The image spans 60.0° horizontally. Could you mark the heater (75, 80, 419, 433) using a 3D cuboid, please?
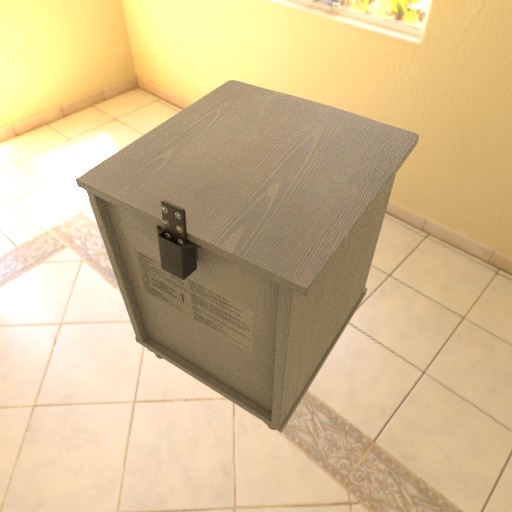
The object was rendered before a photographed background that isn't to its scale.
[{"bbox_3d":[0.000,0.000,0.792,0.362,0.481,0.400,25,51,22],"label":"heater"}]
